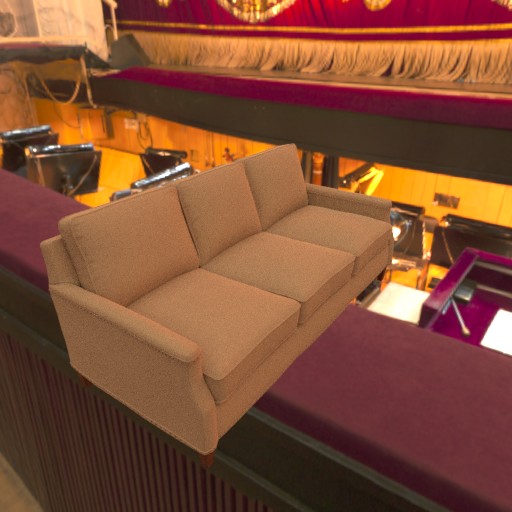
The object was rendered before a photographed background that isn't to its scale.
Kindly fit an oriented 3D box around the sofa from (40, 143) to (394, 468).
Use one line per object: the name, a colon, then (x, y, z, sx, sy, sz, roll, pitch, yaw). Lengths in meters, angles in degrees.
sofa: (0.000, 0.000, 2.818, 1.084, 1.003, 2.246, 18, 31, 31)
